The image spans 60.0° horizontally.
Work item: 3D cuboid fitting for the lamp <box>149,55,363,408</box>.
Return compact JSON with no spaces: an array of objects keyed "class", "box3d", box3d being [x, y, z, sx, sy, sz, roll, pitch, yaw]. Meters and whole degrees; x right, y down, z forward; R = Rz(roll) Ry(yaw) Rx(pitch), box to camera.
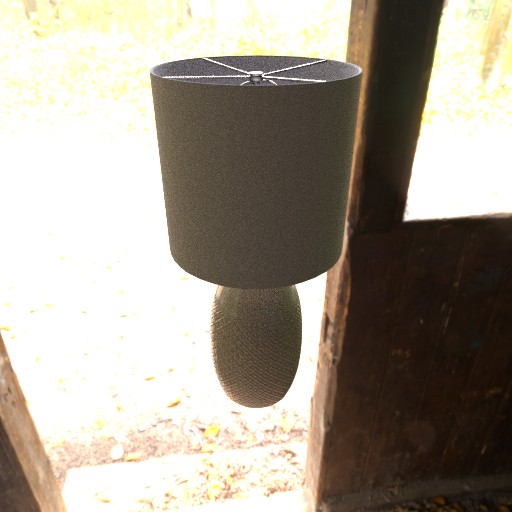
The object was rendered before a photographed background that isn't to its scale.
[{"class":"lamp","box3d":[0.000,0.000,0.573,0.217,0.453,0.217,-21,36,-31]}]
